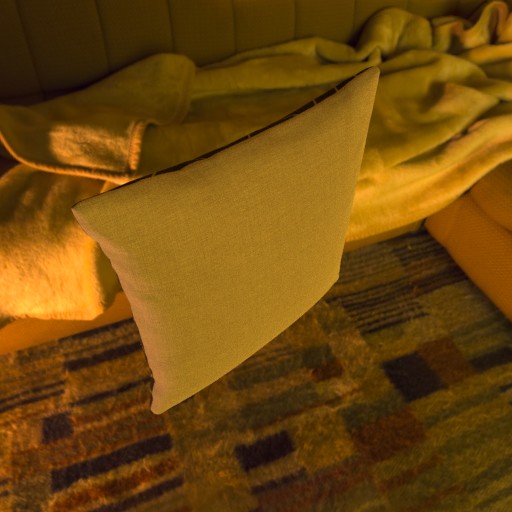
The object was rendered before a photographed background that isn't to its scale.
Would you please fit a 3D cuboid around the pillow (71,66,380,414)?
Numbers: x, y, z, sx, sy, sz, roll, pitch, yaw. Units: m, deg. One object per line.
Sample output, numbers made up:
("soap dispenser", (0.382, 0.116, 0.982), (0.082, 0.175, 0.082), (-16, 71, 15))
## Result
("pillow", (0.000, 0.000, 0.763), (0.517, 0.508, 0.158), (-33, 54, -28))
